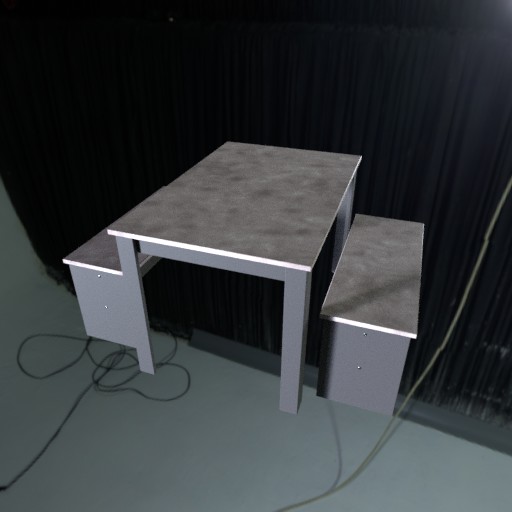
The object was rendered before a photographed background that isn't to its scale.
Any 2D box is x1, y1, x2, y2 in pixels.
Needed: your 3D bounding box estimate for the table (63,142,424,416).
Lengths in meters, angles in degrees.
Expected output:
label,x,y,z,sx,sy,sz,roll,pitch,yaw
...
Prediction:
label,x,y,z,sx,sy,sz,roll,pitch,yaw
table,0.000,0.000,2.075,1.443,0.700,1.100,10,33,16
